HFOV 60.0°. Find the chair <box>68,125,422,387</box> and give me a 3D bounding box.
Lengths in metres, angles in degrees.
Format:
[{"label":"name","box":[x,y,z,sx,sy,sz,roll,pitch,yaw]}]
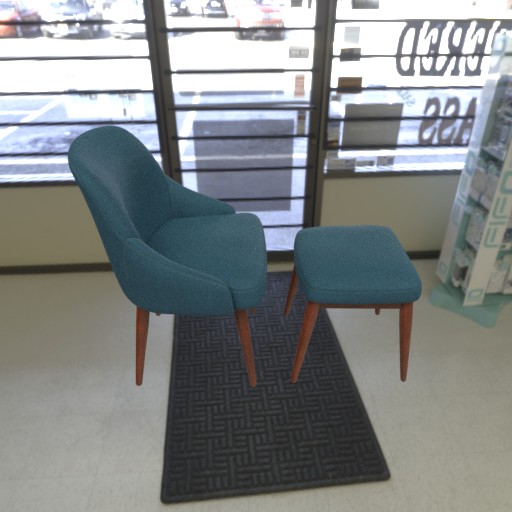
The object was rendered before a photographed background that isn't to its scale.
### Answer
[{"label":"chair","box":[0.000,0.000,1.595,1.114,0.866,0.584,0,31,-1]}]
